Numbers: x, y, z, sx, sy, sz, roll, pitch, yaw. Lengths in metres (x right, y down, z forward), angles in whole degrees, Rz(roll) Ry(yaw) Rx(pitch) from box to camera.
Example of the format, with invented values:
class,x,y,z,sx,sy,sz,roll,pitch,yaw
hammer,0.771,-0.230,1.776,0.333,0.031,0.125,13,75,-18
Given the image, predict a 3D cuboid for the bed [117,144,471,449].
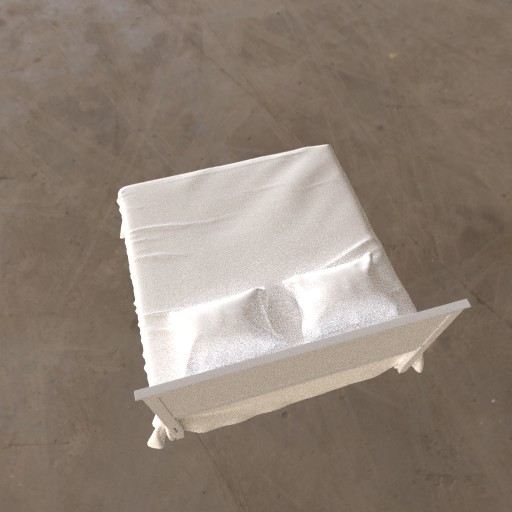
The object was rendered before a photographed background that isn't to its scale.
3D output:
class,x,y,z,sx,sy,sz,roll,pitch,yaw
bed,0.000,0.000,3.572,2.317,1.273,2.215,-14,59,-8
